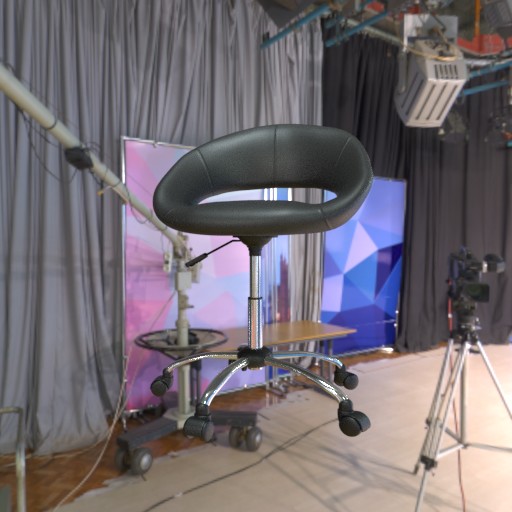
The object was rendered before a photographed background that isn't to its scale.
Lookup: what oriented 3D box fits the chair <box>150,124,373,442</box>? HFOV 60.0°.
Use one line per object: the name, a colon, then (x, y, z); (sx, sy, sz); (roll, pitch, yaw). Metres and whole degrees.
chair: (0.000, 0.000, 1.177); (0.612, 0.791, 0.538); (1, 3, 17)
